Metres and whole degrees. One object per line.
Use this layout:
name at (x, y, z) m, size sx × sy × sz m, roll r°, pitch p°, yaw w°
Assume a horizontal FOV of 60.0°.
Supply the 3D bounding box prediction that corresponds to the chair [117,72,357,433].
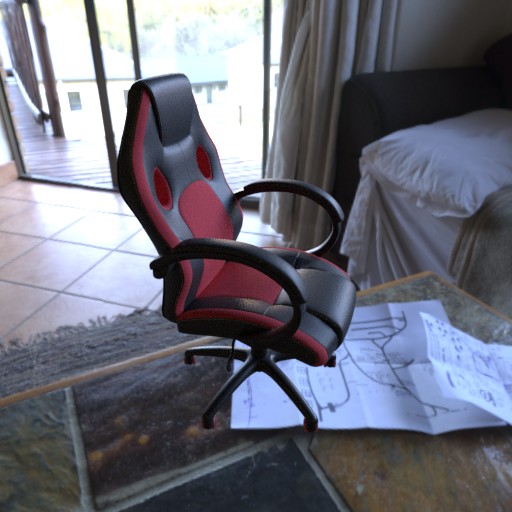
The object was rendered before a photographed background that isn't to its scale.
chair at (0.000, 0.000, 1.585) m, size 0.724 × 1.187 × 0.673 m, roll 9°, pitch 29°, yaw 17°
